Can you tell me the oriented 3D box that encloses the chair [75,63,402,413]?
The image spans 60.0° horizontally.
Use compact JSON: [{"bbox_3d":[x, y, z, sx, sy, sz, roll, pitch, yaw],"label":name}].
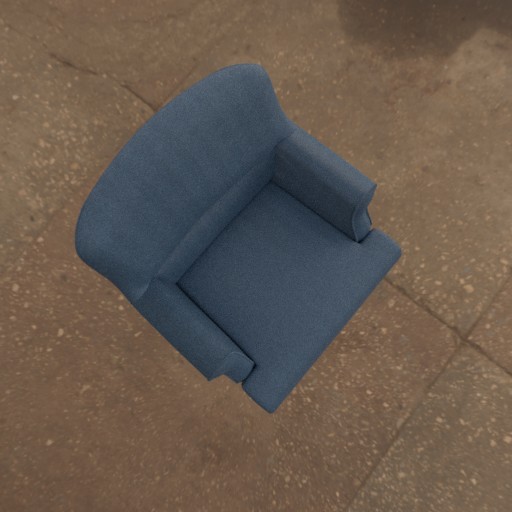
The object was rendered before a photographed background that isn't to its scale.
[{"bbox_3d":[0.000,0.000,1.478,0.754,0.878,0.770,40,80,8],"label":"chair"}]
